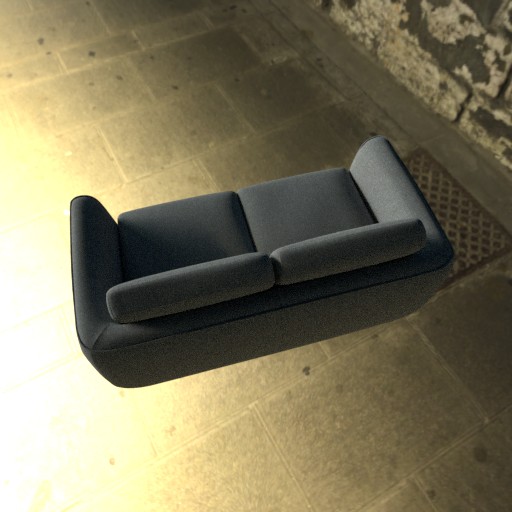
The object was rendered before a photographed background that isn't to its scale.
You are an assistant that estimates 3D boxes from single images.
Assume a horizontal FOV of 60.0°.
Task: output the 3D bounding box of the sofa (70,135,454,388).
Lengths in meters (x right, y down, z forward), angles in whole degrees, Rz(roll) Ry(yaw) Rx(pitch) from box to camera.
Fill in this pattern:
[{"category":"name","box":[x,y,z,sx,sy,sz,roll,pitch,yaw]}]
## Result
[{"category":"sofa","box":[0.000,0.000,2.232,1.700,0.870,0.920,-13,60,-8]}]
